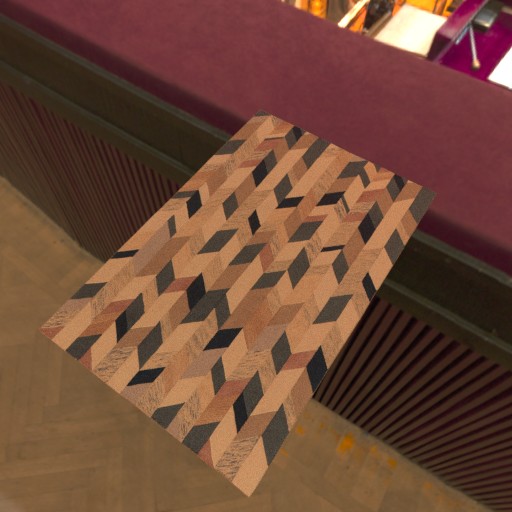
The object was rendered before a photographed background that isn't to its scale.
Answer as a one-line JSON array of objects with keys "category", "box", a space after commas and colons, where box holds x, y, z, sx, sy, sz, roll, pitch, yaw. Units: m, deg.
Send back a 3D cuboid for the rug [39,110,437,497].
[{"category": "rug", "box": [0.000, 0.000, 2.261, 1.202, 0.006, 1.813, 31, 64, 17]}]
